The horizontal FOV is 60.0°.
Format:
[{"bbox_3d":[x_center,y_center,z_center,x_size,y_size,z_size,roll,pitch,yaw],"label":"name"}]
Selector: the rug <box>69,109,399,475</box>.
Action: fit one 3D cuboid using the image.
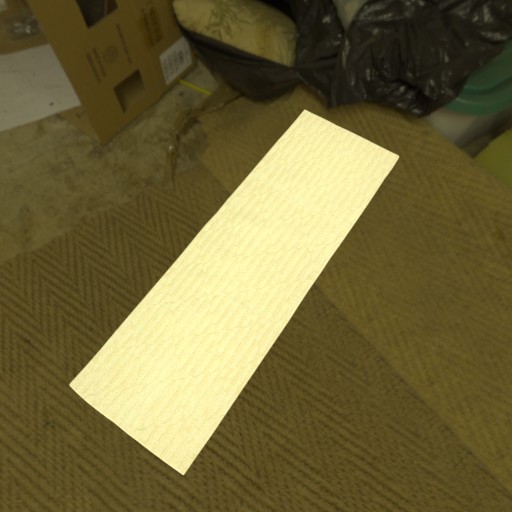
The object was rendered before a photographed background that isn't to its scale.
[{"bbox_3d":[0.000,0.000,2.751,0.793,0.014,2.450,31,67,15],"label":"rug"}]
